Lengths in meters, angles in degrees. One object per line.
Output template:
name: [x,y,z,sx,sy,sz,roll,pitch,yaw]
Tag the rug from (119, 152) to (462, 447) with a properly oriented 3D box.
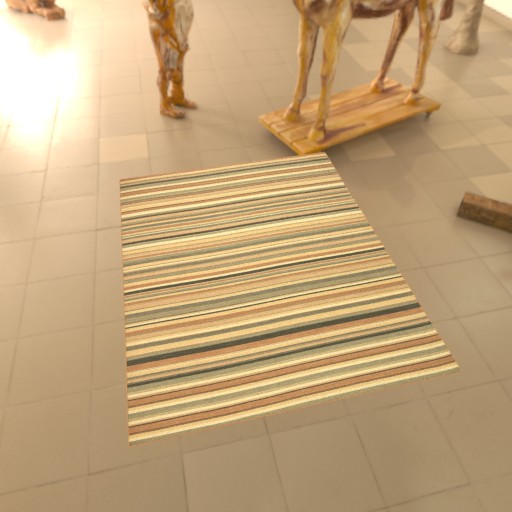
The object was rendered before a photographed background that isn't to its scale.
rug: [0.000,0.000,4.134,2.436,0.011,3.045,-10,46,-9]
